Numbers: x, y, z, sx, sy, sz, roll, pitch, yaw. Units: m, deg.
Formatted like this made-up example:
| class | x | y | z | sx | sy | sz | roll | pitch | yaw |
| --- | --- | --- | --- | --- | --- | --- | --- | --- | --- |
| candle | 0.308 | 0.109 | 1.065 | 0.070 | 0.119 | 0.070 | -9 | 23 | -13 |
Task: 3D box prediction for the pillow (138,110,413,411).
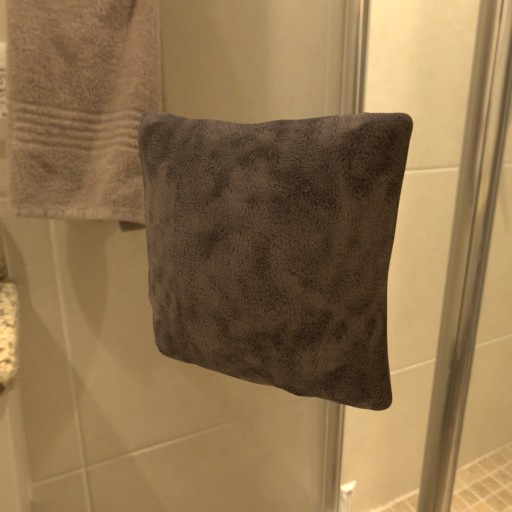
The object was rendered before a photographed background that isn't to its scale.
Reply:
| class | x | y | z | sx | sy | sz | roll | pitch | yaw |
| --- | --- | --- | --- | --- | --- | --- | --- | --- | --- |
| pillow | 0.000 | 0.000 | 0.817 | 0.522 | 0.520 | 0.204 | 8 | 18 | 25 |
